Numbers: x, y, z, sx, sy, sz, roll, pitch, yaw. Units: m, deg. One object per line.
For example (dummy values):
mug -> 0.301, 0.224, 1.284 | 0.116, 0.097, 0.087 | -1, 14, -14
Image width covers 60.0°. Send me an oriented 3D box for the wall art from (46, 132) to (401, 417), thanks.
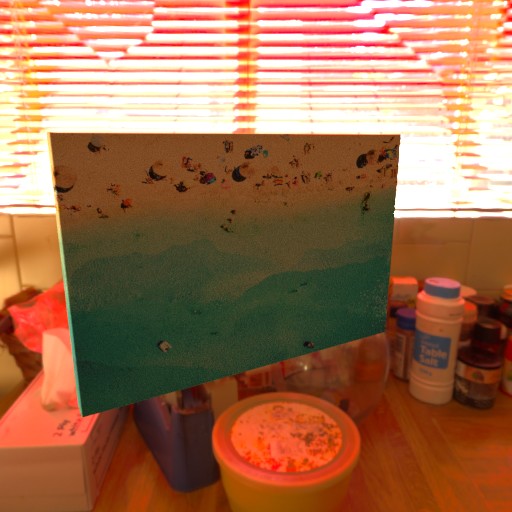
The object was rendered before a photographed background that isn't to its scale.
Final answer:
wall art -> 0.000, 0.000, 0.761 | 0.609, 0.406, 0.039 | -8, 17, -28
